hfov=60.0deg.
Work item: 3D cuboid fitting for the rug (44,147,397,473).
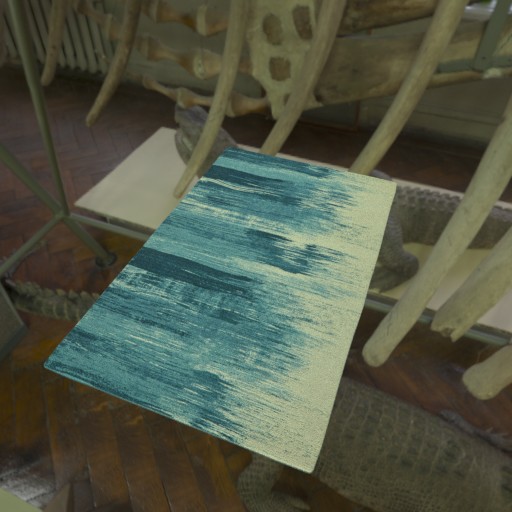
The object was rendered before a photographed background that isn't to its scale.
[{"bbox_3d":[0.000,0.000,3.006,1.540,0.027,2.450,16,46,15],"label":"rug"}]
